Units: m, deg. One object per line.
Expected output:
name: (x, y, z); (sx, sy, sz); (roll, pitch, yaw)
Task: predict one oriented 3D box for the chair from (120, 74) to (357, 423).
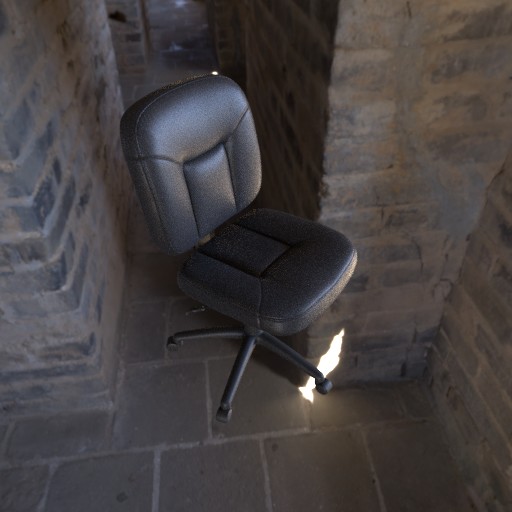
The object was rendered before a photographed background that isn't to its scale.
chair: (0.000, 0.000, 1.406); (0.646, 0.959, 0.647); (26, 47, 27)
